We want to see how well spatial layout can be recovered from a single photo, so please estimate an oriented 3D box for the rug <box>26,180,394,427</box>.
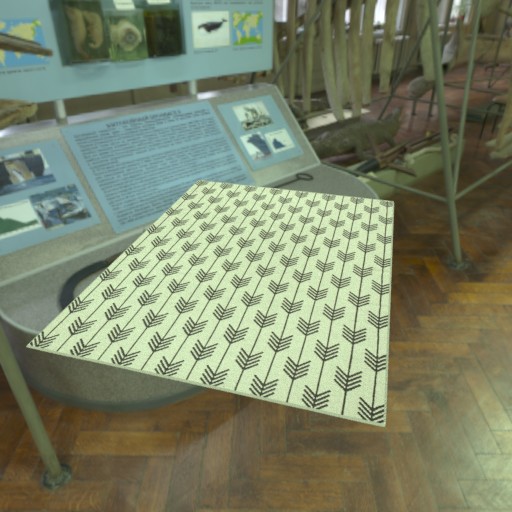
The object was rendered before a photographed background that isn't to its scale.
[{"bbox_3d":[0.000,0.000,3.940,2.330,0.010,3.061,8,33,13],"label":"rug"}]
